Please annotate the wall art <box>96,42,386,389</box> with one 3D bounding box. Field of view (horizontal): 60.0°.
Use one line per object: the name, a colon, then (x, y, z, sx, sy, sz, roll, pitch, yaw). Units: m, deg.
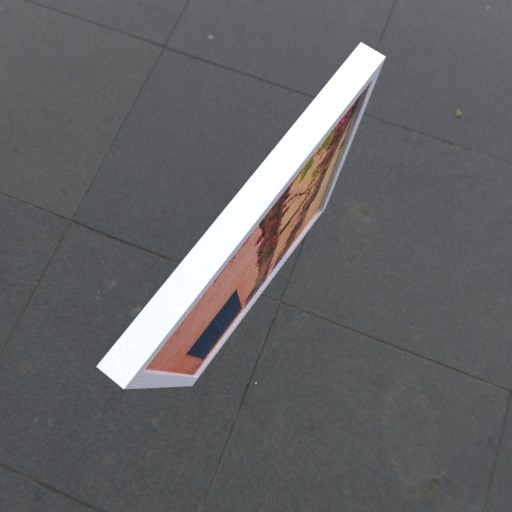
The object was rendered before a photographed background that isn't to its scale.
wall art: (0.000, 0.000, 0.758, 0.038, 0.508, 0.507, 35, 77, 9)
